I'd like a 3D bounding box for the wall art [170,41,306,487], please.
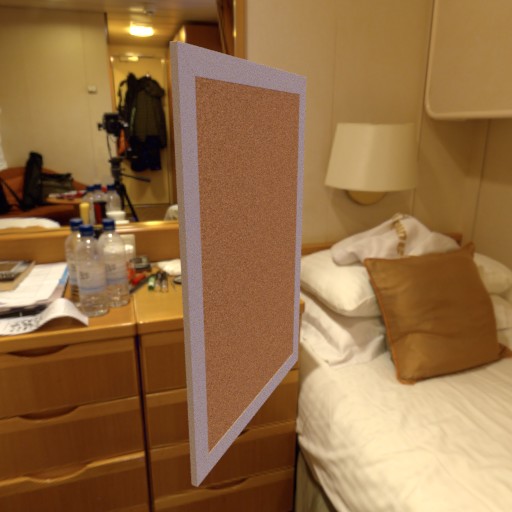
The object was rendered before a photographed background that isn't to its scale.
[{"bbox_3d":[0.000,0.000,0.822,0.011,0.659,0.454,8,18,25],"label":"wall art"}]
